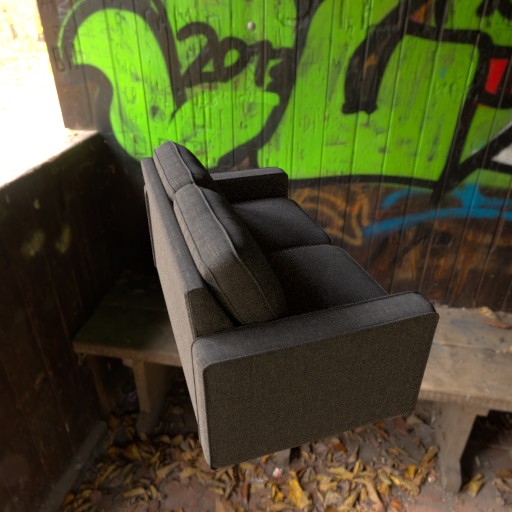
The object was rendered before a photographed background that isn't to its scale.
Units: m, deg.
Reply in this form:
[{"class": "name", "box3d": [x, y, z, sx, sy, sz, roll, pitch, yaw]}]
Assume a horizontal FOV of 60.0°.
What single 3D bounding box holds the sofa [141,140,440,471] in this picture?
[{"class": "sofa", "box3d": [0.000, 0.000, 2.294, 0.947, 0.918, 1.709, -10, 32, -16]}]
